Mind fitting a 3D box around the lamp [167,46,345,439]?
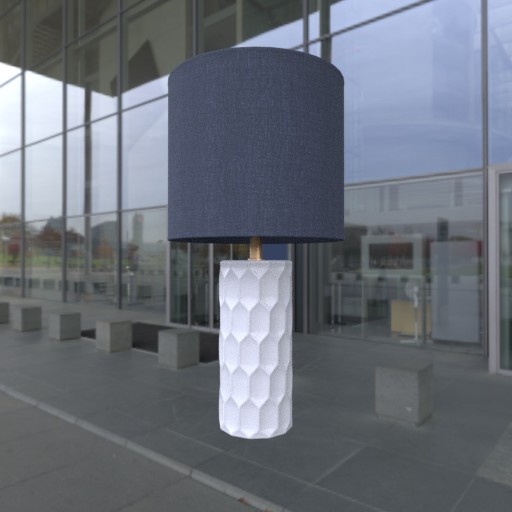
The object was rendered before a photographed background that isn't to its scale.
[{"bbox_3d":[0.000,0.000,0.705,0.277,0.537,0.277,0,-1,-35],"label":"lamp"}]
